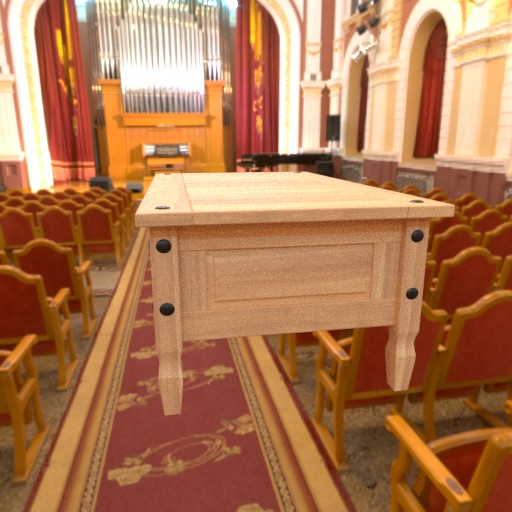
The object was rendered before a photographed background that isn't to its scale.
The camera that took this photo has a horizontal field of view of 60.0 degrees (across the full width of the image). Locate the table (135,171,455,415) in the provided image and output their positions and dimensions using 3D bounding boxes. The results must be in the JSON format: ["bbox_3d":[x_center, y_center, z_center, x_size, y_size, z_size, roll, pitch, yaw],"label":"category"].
[{"bbox_3d":[0.000,0.000,1.332,0.600,0.437,1.000,-3,15,-10],"label":"table"}]
